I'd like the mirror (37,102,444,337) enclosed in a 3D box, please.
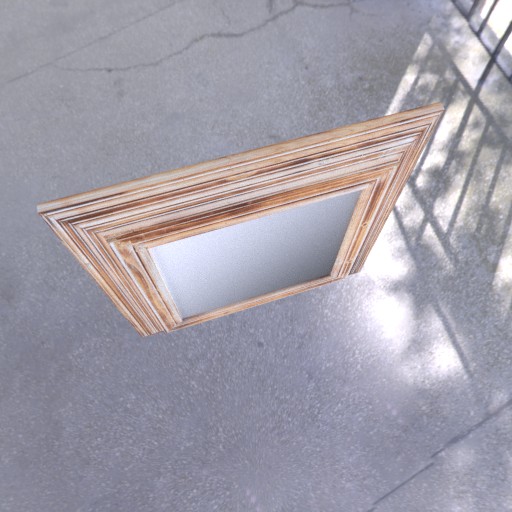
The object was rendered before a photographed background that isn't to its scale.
[{"bbox_3d":[0.000,0.000,1.195,0.804,0.804,0.061,-16,65,-8],"label":"mirror"}]
